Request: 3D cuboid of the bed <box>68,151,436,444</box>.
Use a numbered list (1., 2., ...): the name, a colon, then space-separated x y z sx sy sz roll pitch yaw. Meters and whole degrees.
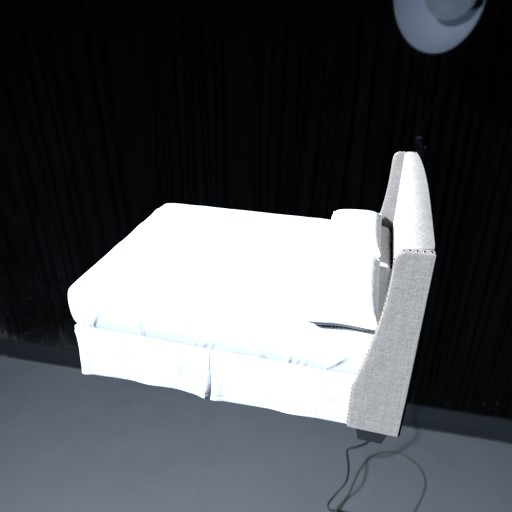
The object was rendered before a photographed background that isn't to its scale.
1. bed: 0.000 0.000 3.286 2.237 1.407 1.710 7 30 13
